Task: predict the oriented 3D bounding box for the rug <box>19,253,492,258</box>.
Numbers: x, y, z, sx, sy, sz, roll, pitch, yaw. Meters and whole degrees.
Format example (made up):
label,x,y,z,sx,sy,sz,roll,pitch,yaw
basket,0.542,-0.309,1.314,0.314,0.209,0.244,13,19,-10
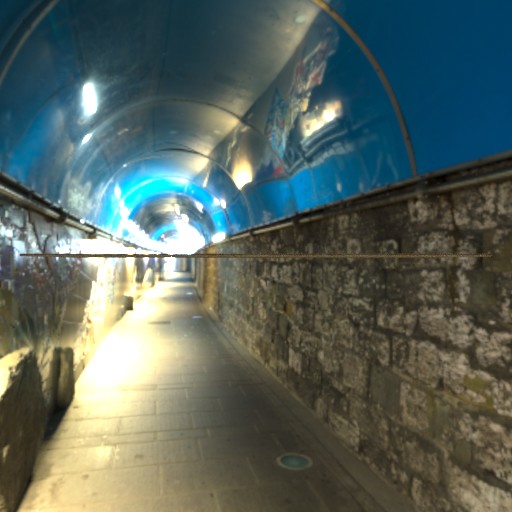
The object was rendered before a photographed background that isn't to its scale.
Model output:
label,x,y,z,sx,sy,sz,roll,pitch,yaw
rug,0.000,0.000,2.485,2.289,0.013,0.691,0,-1,0
